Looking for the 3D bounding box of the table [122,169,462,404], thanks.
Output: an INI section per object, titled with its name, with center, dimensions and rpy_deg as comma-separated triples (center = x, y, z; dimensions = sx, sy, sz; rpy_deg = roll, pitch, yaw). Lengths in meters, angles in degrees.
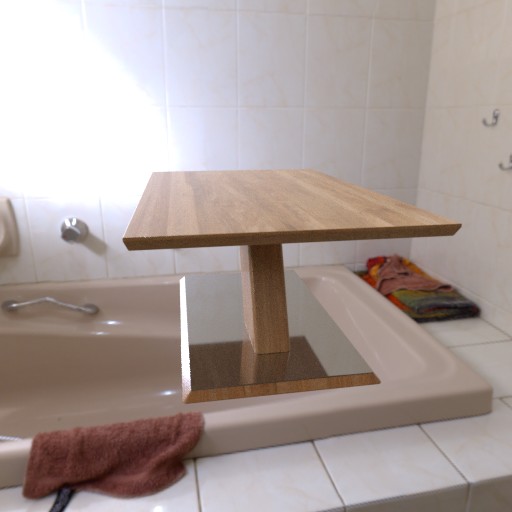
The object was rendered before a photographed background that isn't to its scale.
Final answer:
[table]
center = 0.000, 0.000, 1.459
dimensions = 0.692, 0.441, 1.100
rpy_deg = -3, 17, -9
